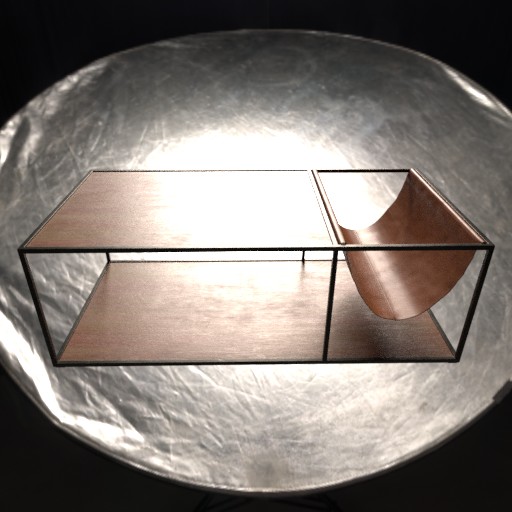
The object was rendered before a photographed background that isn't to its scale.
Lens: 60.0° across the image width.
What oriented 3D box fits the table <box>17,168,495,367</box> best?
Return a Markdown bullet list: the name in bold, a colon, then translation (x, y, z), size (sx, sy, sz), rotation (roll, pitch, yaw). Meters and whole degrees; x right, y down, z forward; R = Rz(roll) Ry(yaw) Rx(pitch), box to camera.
- **table**: translation (0.000, 0.000, 1.468), size (1.199, 0.403, 0.597), rotation (0, 30, -1)
